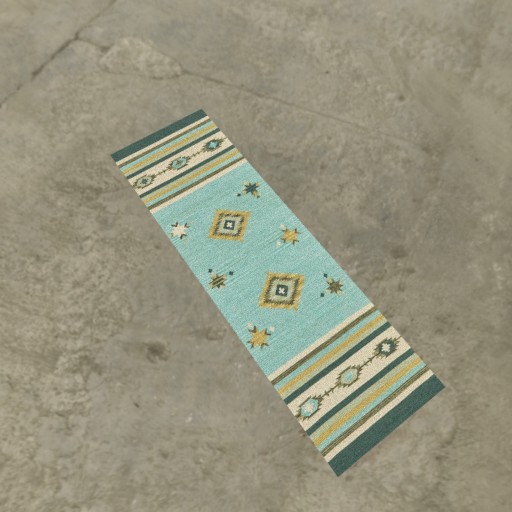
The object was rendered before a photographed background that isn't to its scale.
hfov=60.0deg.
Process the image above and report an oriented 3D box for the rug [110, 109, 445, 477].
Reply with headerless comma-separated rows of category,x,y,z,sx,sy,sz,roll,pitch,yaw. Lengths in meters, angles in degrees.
rug,0.000,0.000,2.714,0.744,0.010,2.441,-32,68,-15
